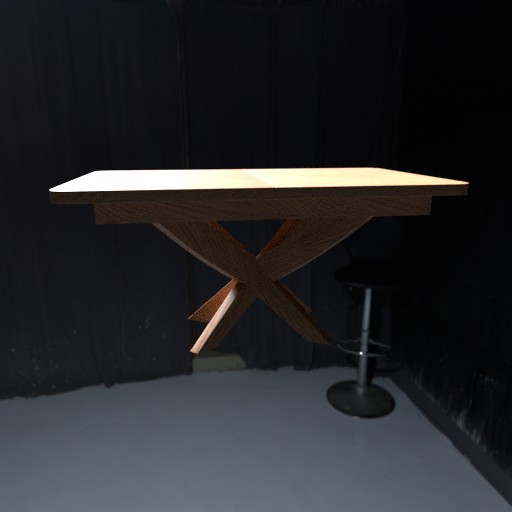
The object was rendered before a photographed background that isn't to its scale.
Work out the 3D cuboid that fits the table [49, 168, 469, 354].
[{"bbox_3d":[0.000,0.000,2.170,1.600,0.770,0.950,-2,15,-9],"label":"table"}]
